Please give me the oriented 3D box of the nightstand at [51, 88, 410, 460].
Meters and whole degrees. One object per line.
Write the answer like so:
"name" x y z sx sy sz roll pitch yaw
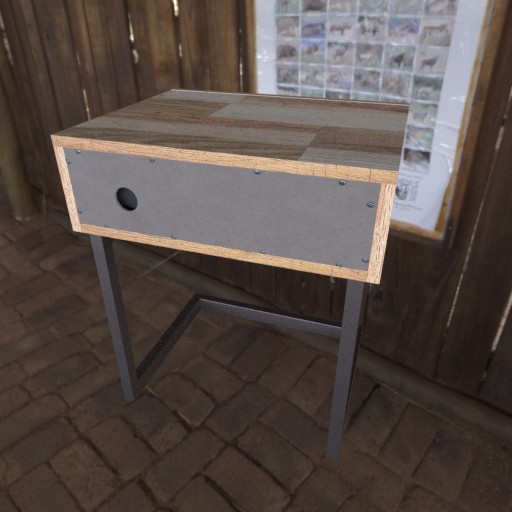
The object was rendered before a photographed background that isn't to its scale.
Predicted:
"nightstand" 0.000 0.000 1.014 0.558 0.632 0.481 10 32 16
